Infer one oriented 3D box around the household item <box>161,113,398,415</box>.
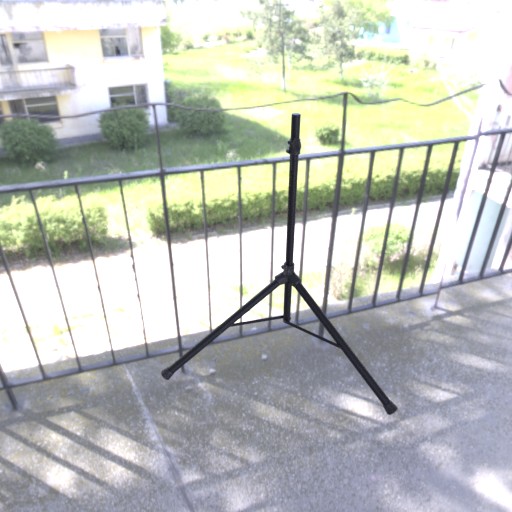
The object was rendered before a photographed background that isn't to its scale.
[{"bbox_3d":[0.000,0.000,1.848,0.907,1.136,1.045,-10,33,-16],"label":"household item"}]
